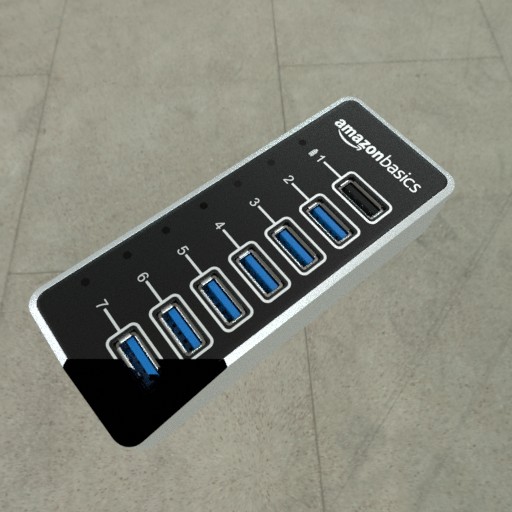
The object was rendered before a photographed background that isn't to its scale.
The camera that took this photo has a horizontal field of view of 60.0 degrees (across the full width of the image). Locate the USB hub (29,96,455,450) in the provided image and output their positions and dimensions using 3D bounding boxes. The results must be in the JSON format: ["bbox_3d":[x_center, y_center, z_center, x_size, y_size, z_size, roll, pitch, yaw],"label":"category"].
[{"bbox_3d":[0.000,0.000,0.124,0.110,0.023,0.044,-35,69,-16],"label":"USB hub"}]
